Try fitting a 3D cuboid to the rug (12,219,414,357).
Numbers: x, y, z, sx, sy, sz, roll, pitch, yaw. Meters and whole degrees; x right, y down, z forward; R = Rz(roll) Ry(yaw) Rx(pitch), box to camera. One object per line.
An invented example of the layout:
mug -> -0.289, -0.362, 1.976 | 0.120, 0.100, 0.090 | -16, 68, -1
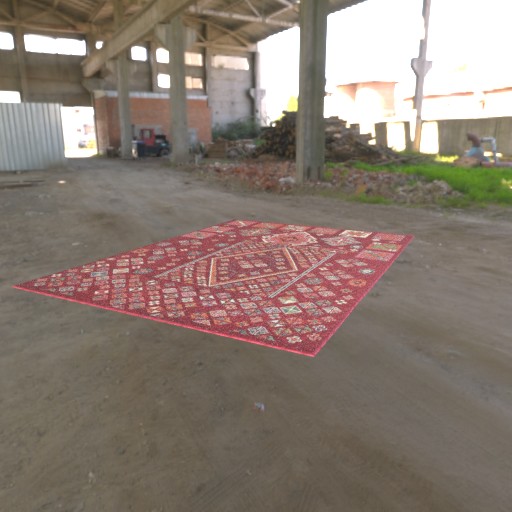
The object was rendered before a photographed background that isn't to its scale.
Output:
rug -> 0.000, 0.000, 4.194 | 2.389, 0.011, 3.306 | 7, 16, 27
